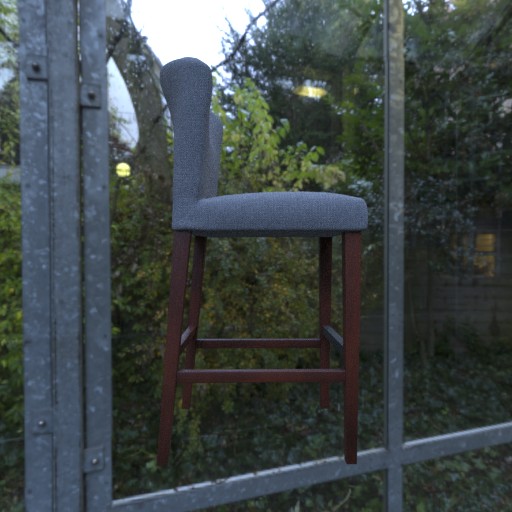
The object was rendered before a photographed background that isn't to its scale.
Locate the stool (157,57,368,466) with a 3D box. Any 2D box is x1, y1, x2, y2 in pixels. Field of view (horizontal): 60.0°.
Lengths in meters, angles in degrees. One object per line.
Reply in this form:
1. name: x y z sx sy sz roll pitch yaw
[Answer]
1. stool: 0.000 0.000 1.345 0.568 1.069 0.486 0 0 -1
